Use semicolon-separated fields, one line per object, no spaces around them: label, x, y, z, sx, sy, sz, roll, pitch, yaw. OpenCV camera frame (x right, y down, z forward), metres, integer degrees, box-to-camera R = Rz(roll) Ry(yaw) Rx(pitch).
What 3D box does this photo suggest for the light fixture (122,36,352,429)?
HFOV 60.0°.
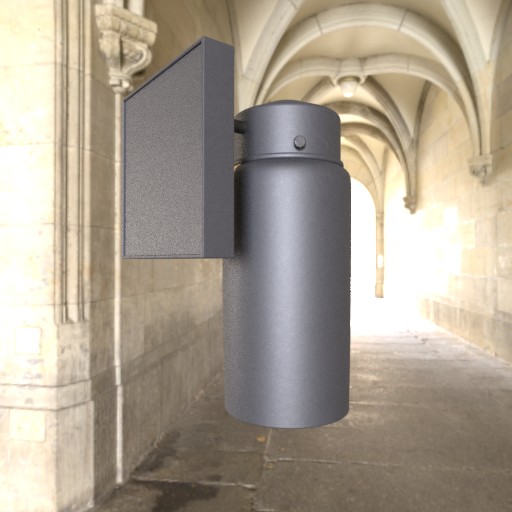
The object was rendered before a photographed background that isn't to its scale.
light fixture;0.000;0.000;0.361;0.176;0.257;0.130;0;-1;-37
